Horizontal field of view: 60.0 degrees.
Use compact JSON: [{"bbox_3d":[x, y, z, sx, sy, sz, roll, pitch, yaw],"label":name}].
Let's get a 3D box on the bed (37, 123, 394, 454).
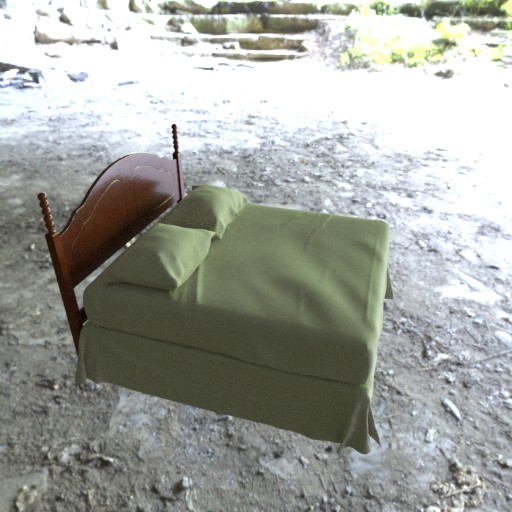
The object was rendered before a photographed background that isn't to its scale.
[{"bbox_3d":[0.000,0.000,3.184,2.040,1.356,1.873,9,32,15],"label":"bed"}]
